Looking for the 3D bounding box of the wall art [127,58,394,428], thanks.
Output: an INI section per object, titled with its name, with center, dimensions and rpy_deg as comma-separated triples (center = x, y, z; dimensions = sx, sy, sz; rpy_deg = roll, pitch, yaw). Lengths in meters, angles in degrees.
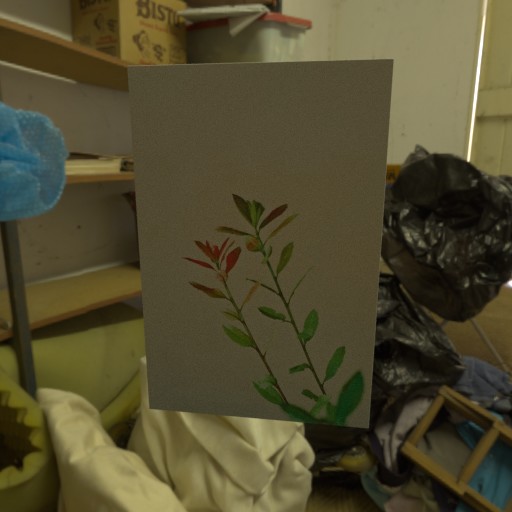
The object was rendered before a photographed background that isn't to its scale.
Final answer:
[wall art]
center = 0.000, 0.000, 1.134
dimensions = 0.612, 0.915, 0.039
rpy_deg = 2, 14, 8
